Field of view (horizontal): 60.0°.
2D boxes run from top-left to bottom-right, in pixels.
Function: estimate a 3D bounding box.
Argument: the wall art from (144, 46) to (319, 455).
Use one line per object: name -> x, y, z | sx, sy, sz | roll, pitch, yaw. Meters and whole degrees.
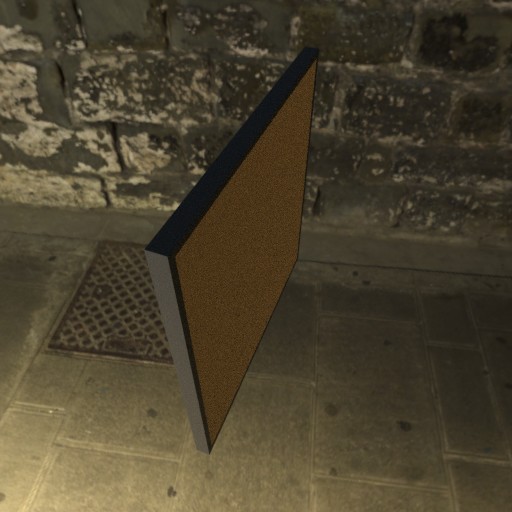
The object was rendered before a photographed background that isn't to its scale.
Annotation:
wall art -> 0.000, 0.000, 1.139 | 0.038, 0.763, 0.763 | 16, 49, 15
